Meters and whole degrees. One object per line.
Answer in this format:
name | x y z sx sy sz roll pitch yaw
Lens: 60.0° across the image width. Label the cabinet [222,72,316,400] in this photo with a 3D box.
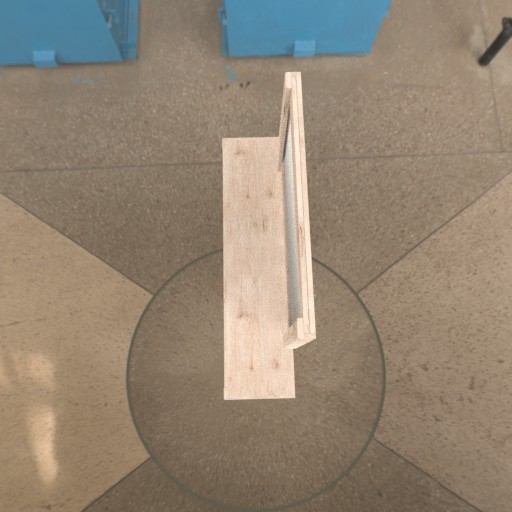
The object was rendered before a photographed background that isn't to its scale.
cabinet | 0.000 0.000 2.752 0.420 1.981 1.700 -1 76 0
